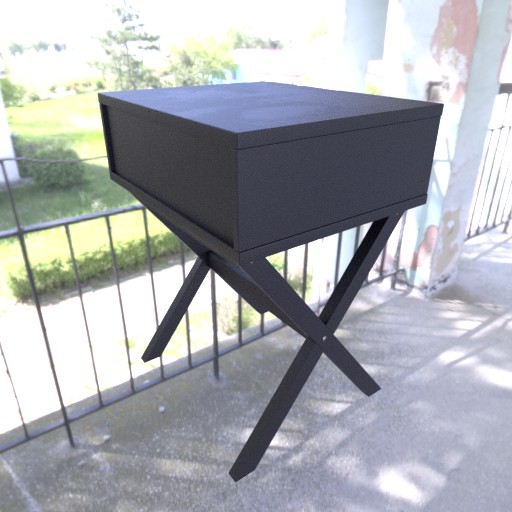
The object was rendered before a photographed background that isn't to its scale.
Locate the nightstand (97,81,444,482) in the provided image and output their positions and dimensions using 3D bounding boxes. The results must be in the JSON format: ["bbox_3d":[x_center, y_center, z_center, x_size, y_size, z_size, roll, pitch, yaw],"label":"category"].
[{"bbox_3d":[0.000,0.000,0.919,0.402,0.623,0.479,-18,32,-32],"label":"nightstand"}]
